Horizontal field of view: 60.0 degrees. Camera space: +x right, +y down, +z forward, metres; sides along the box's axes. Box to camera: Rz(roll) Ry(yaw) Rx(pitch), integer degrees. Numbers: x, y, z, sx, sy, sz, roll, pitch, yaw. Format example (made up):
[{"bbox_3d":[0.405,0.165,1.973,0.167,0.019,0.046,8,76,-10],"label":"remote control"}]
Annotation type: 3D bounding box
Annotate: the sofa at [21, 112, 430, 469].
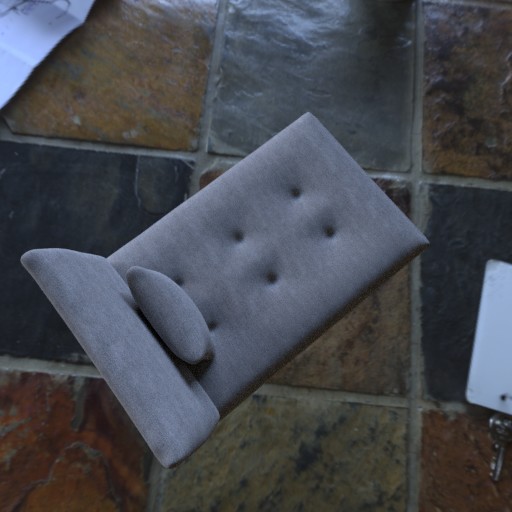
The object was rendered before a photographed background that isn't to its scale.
[{"bbox_3d":[0.000,0.000,1.954,1.450,0.820,0.930,-38,80,-8],"label":"sofa"}]
